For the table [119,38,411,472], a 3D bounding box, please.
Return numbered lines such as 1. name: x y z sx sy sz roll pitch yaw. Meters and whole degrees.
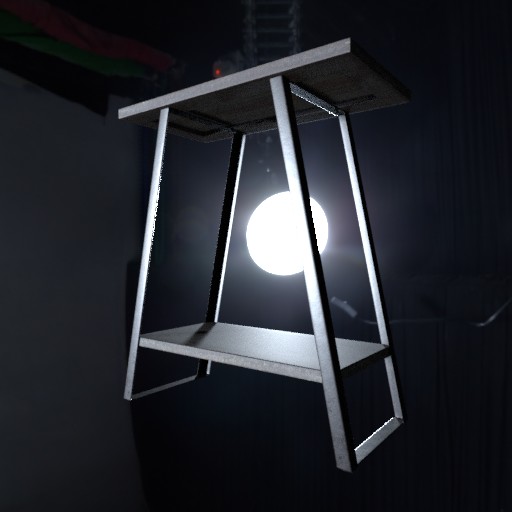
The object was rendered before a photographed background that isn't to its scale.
1. table: 0.000 0.000 1.005 0.599 0.701 0.300 1 1 37
